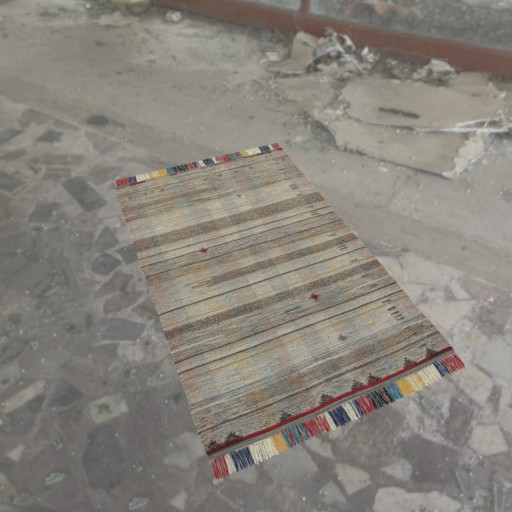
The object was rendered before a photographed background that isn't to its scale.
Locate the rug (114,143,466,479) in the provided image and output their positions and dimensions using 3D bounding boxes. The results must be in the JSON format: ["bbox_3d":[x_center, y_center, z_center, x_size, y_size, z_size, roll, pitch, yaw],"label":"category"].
[{"bbox_3d":[0.000,0.000,2.961,1.465,0.012,2.465,-17,48,-16],"label":"rug"}]
